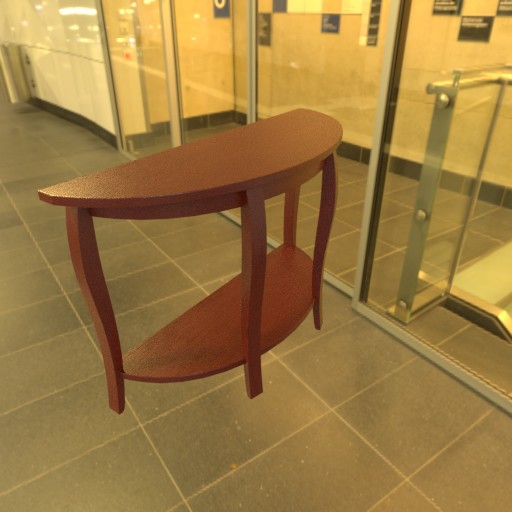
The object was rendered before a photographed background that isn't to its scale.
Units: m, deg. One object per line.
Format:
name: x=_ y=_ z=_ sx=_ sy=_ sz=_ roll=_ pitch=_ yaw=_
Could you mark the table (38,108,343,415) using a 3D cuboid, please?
table: x=0.000 y=0.000 z=1.570 sx=0.405 sy=0.779 sz=1.219 roll=19 pitch=34 yaw=30
